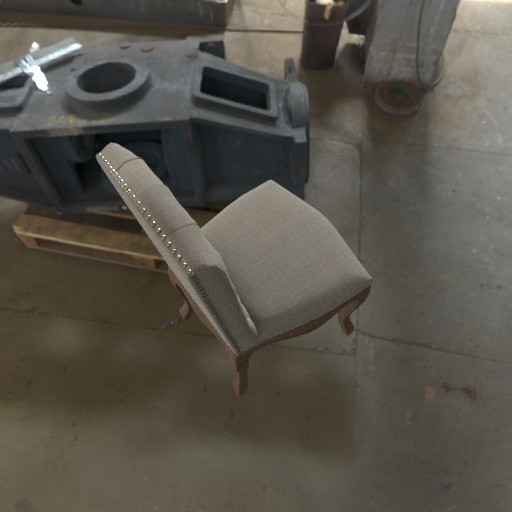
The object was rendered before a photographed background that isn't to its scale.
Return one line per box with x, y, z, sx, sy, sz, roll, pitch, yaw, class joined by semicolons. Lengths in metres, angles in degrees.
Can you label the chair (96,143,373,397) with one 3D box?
0.000;0.000;1.635;0.731;1.191;0.637;-32;63;-19;chair
